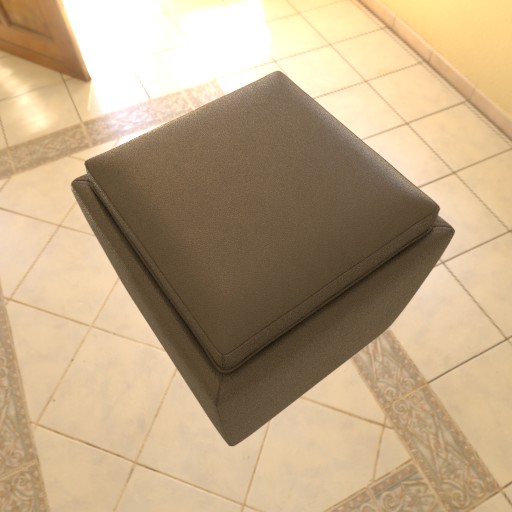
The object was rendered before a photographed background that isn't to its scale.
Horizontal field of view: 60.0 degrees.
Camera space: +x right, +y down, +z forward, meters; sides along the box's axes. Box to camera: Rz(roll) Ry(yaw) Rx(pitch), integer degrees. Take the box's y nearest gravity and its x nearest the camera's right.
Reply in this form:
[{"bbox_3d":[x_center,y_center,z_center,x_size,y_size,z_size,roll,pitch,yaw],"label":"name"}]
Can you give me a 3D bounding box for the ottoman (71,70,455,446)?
[{"bbox_3d":[0.000,0.000,0.822,0.450,0.460,0.451,-32,64,-18],"label":"ottoman"}]
